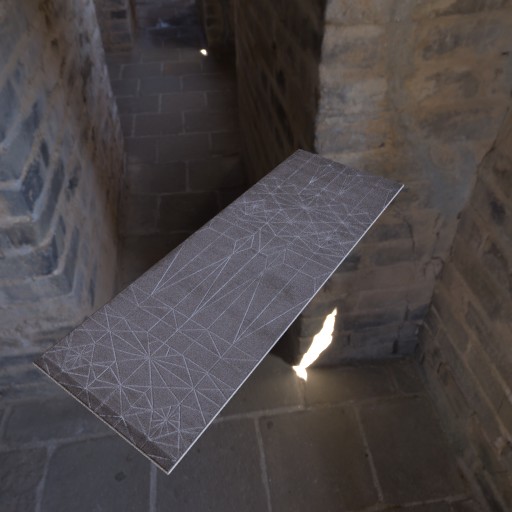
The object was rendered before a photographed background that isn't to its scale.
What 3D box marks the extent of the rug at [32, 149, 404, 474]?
[{"bbox_3d":[0.000,0.000,2.591,0.864,0.012,2.388,26,49,25],"label":"rug"}]
